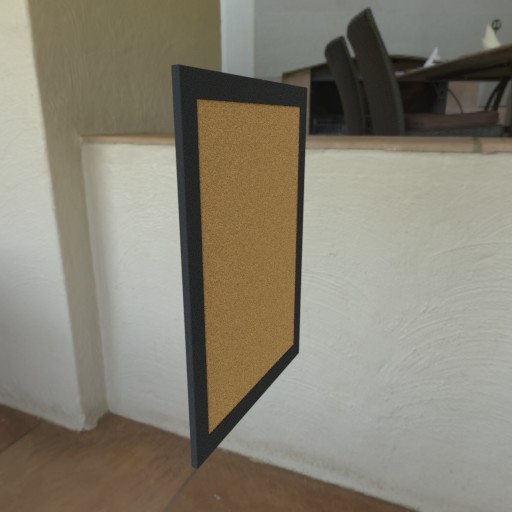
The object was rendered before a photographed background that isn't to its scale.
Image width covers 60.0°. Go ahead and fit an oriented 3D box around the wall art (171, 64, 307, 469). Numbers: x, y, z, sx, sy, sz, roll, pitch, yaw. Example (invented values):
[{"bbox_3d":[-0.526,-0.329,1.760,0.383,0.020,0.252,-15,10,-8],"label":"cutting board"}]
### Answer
[{"bbox_3d":[0.000,0.000,0.710,0.012,0.529,0.374,9,19,26],"label":"wall art"}]
